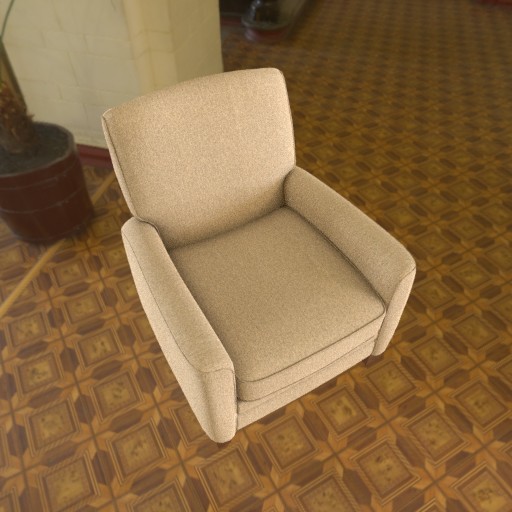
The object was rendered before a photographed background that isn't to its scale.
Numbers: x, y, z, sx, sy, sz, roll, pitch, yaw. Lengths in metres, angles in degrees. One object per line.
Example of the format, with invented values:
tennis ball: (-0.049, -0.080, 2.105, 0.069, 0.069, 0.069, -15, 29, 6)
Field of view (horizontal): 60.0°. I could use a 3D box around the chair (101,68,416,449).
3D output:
chair: (0.000, 0.000, 1.625, 0.848, 1.014, 0.864, -23, 51, -20)
